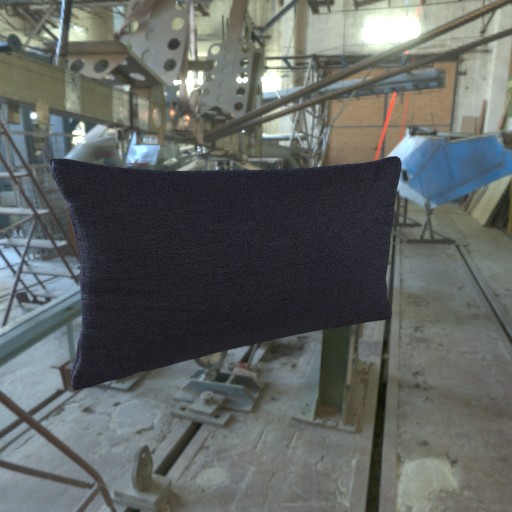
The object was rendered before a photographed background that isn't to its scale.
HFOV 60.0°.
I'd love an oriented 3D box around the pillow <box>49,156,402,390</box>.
[{"bbox_3d":[0.000,0.000,0.774,0.633,0.338,0.210,-7,15,-27],"label":"pillow"}]
